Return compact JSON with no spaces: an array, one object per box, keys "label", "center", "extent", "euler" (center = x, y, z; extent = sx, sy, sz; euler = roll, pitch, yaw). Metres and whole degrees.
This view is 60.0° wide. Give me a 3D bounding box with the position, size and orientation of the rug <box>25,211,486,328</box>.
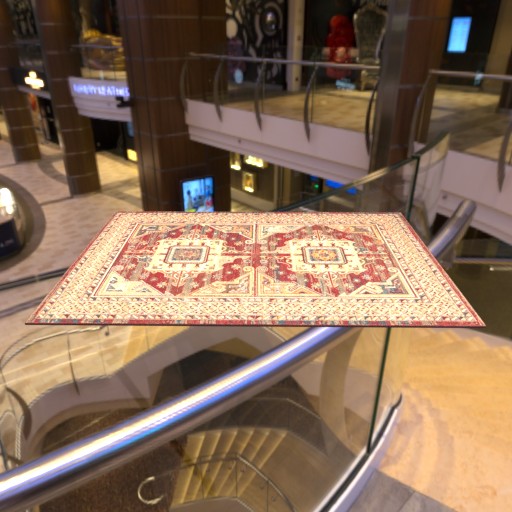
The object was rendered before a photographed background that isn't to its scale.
[{"label":"rug","center":[0.000,0.000,5.744],"extent":[4.578,0.033,3.033],"euler":[0,27,1]}]
